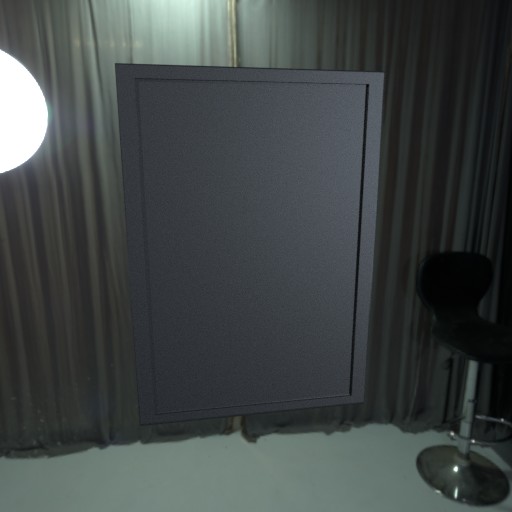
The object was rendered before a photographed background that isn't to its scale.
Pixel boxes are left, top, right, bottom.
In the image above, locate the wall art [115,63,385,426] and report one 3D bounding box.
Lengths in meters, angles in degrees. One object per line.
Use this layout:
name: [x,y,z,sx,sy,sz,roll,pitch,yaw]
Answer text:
wall art: [0.000,0.000,0.546,0.303,0.431,0.013,-2,14,-10]
